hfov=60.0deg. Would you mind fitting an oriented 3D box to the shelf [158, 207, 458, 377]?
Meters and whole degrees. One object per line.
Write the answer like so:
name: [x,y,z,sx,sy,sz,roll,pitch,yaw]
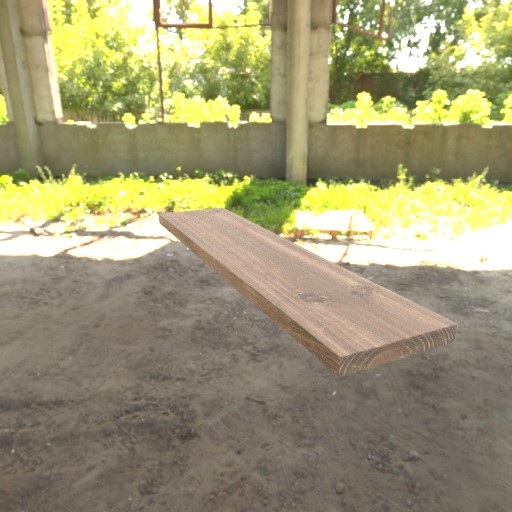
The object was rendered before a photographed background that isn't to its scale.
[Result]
shelf: [0.000,0.000,0.665,0.140,0.020,0.610,-9,20,-25]
